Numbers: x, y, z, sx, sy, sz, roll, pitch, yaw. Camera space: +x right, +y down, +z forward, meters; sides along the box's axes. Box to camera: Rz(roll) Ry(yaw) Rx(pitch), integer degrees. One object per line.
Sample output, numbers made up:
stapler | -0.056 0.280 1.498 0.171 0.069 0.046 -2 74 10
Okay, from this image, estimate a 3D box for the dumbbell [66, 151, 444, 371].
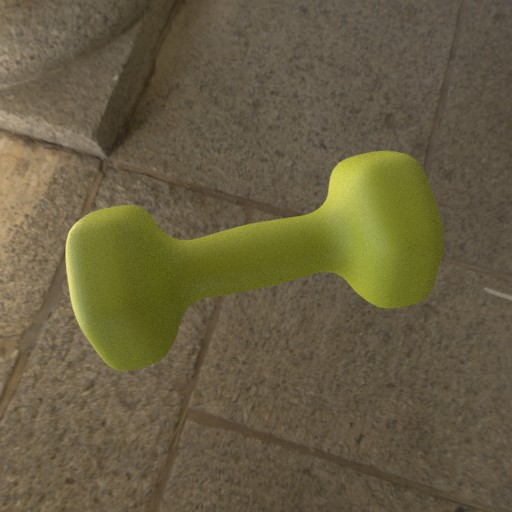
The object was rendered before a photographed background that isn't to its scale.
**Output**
dumbbell | 0.000 0.000 0.213 0.164 0.072 0.080 -12 76 -3
